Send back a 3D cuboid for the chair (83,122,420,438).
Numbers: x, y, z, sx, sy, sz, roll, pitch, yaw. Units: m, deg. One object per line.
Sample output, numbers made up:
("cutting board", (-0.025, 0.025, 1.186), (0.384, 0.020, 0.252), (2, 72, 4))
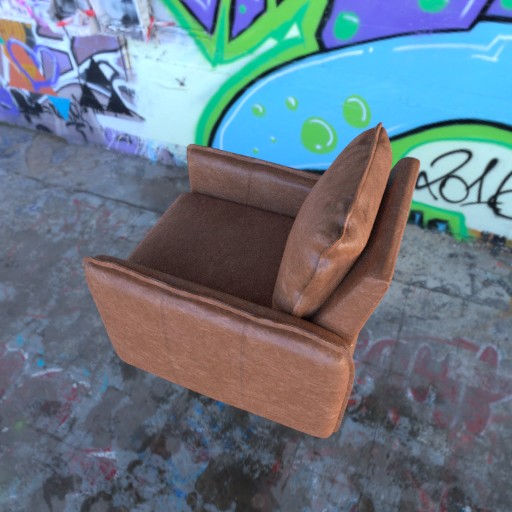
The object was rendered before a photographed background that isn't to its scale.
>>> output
("chair", (0.000, 0.000, 1.610), (0.922, 0.922, 0.830), (16, 48, 15))
